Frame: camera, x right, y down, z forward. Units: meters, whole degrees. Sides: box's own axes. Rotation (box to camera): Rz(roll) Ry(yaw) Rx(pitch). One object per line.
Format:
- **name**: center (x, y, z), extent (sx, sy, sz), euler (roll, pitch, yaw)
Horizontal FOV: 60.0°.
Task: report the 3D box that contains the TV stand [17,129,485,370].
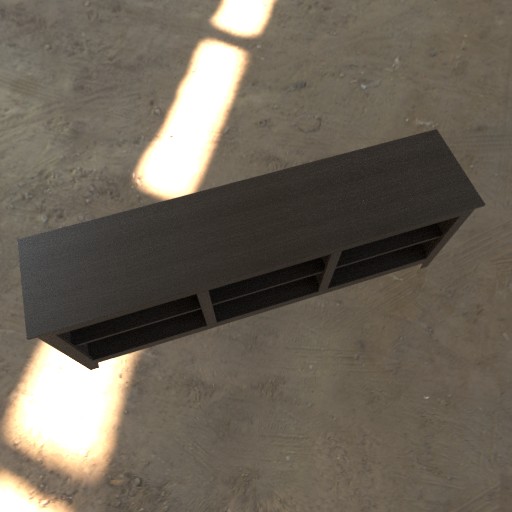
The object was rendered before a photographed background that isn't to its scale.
- **TV stand**: center (0.000, 0.000, 1.994), extent (1.778, 0.610, 0.406), euler (-16, 65, -8)
